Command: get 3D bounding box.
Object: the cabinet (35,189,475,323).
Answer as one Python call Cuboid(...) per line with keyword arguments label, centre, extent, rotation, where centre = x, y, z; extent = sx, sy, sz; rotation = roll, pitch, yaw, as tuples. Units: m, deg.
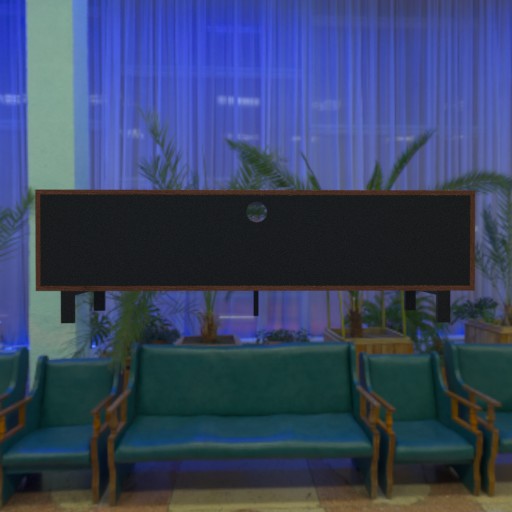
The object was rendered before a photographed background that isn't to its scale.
Cuboid(label="cabinet", centre=(0.000, 0.000, 1.864), extent=(1.650, 0.500, 0.400), rotation=(0, 1, -1))
